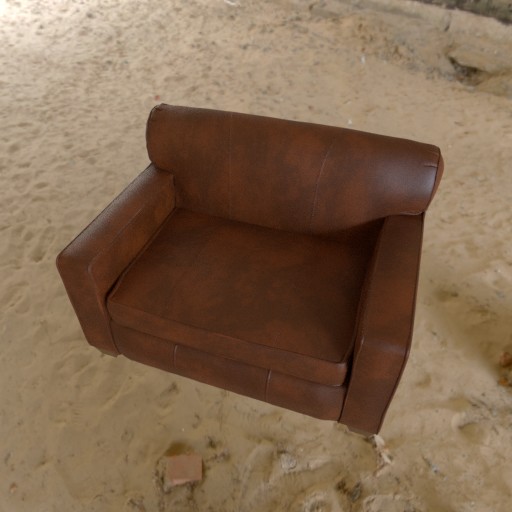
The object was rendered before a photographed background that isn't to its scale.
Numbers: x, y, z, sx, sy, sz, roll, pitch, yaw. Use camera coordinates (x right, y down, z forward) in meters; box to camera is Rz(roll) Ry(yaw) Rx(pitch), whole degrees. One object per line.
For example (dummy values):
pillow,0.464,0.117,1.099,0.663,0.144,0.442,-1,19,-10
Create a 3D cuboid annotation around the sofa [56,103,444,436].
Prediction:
sofa,0.000,0.000,2.011,1.413,0.956,1.000,13,43,14
